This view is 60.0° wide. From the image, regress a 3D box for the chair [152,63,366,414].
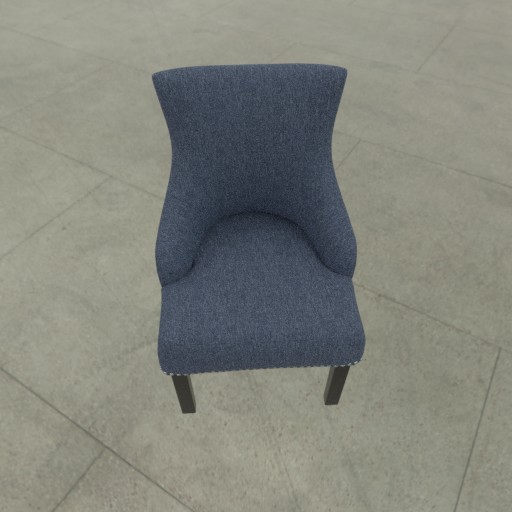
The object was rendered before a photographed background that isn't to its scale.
[{"bbox_3d":[0.000,0.000,1.316,0.566,0.909,0.629,-3,47,-2],"label":"chair"}]
